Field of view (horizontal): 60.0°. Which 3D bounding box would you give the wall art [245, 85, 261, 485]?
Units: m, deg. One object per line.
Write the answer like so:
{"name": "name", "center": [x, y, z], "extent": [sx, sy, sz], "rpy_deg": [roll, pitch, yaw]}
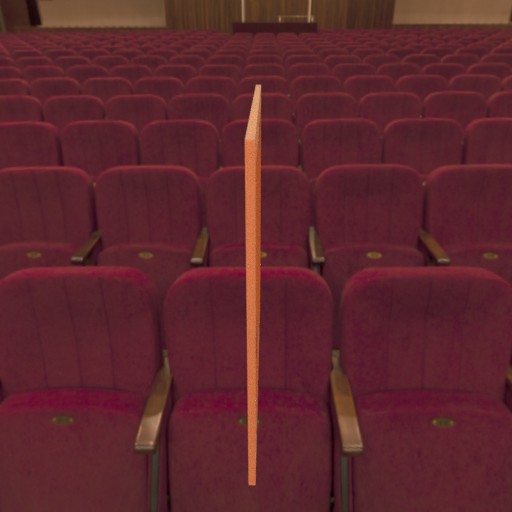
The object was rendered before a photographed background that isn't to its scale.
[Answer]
{"name": "wall art", "center": [0.000, 0.000, 0.885], "extent": [0.013, 0.584, 0.584], "rpy_deg": [1, 27, 1]}
